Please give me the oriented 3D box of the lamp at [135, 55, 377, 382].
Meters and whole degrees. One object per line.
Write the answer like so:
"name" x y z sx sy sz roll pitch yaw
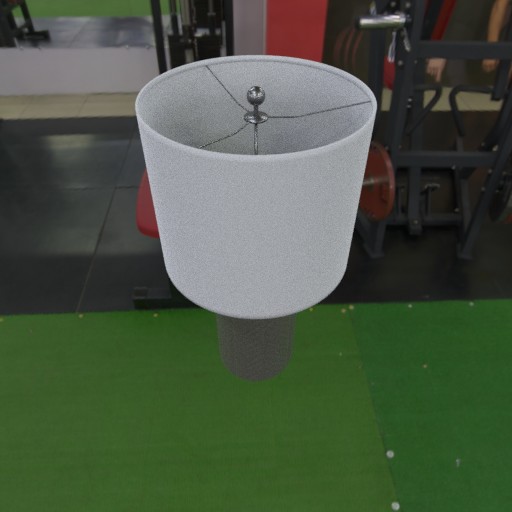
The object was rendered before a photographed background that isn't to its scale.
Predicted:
"lamp" 0.000 0.000 0.506 0.203 0.389 0.203 0 43 0
